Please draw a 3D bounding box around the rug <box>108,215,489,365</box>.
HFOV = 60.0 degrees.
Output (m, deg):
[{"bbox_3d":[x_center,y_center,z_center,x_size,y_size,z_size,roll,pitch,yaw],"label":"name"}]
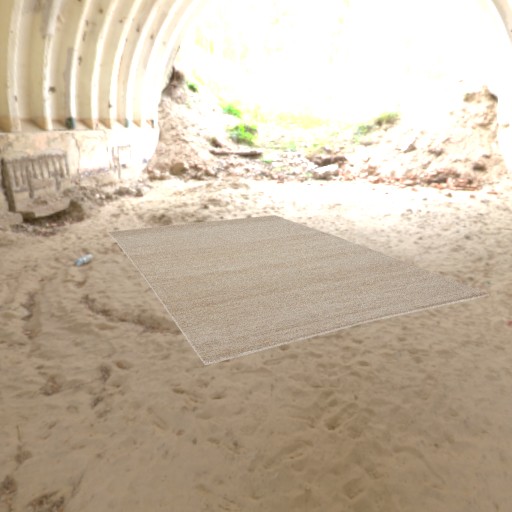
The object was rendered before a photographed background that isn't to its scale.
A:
[{"bbox_3d":[0.000,0.000,2.975,1.574,0.029,2.346,-8,18,-25],"label":"rug"}]
